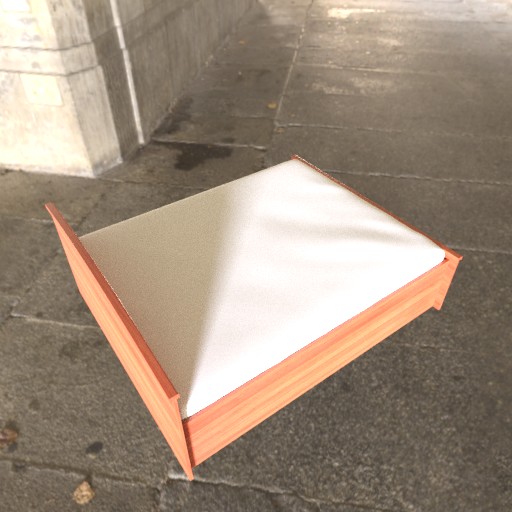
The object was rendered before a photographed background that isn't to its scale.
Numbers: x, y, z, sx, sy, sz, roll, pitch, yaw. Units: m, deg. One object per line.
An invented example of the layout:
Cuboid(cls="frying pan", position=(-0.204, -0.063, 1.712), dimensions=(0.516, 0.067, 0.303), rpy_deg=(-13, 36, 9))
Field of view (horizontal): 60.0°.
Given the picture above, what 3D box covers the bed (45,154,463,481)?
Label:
Cuboid(cls="bed", position=(0.000, 0.000, 2.949), dimensions=(2.053, 0.848, 1.683), rpy_deg=(-25, 47, -26))
